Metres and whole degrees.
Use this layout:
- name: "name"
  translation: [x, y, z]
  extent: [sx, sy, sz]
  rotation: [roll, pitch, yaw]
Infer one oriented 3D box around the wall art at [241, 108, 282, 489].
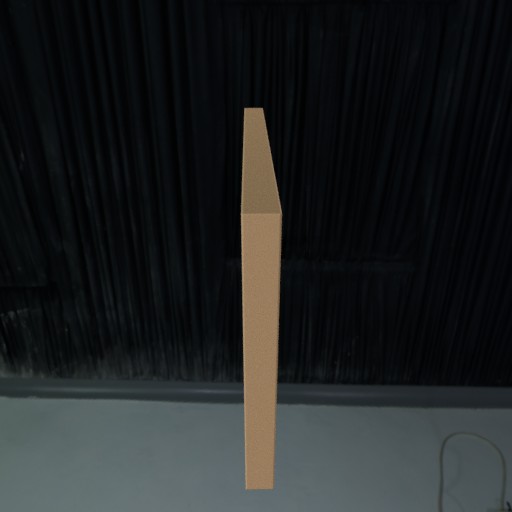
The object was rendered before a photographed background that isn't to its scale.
- name: "wall art"
  translation: [0.000, 0.000, 0.787]
  extent: [0.039, 0.407, 0.609]
  rotation: [0, 28, -1]
